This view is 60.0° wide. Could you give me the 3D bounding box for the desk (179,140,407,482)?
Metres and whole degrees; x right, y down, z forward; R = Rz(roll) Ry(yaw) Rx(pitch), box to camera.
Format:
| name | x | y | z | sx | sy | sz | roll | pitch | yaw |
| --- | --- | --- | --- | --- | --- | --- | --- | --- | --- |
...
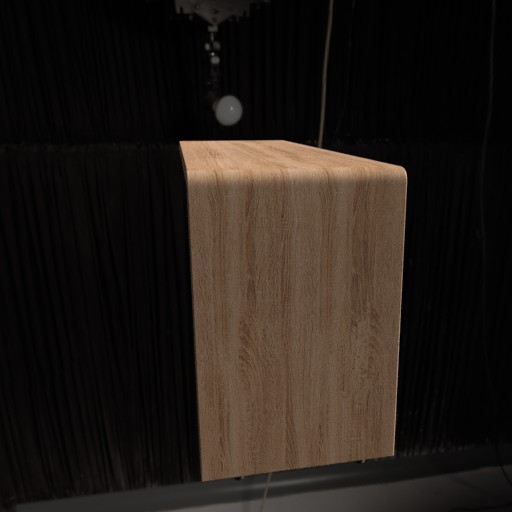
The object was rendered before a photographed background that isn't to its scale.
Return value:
| name | x | y | z | sx | sy | sz | roll | pitch | yaw |
| --- | --- | --- | --- | --- | --- | --- | --- | --- | --- |
| desk | 0.000 | 0.000 | 1.619 | 0.500 | 0.750 | 1.300 | -3 | 18 | -10 |
